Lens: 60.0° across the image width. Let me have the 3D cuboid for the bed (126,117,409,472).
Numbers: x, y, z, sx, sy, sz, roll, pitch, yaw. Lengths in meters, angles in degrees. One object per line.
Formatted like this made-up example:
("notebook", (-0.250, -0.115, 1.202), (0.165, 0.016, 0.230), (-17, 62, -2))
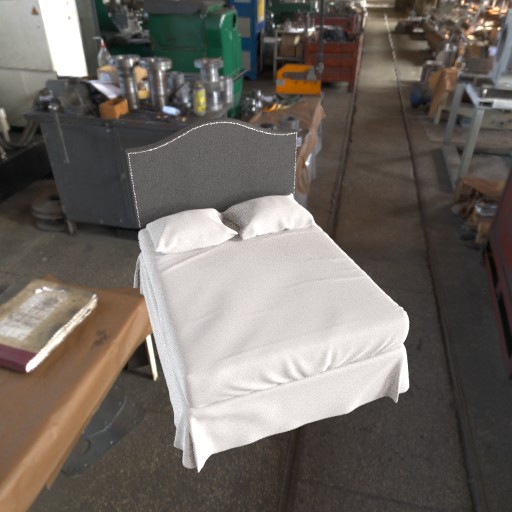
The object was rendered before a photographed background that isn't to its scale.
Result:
("bed", (0.000, 0.000, 3.528), (1.876, 1.645, 2.221), (-12, 35, -17))
